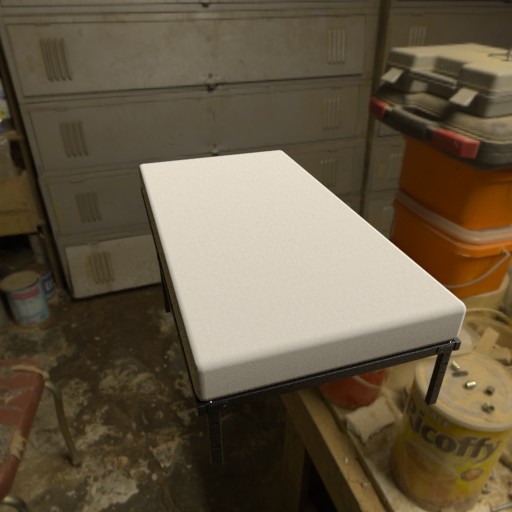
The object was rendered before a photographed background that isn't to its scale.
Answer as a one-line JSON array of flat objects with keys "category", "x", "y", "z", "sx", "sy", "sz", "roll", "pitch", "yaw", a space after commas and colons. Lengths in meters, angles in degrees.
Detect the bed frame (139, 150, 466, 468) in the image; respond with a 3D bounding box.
[{"category": "bed frame", "x": 0.000, "y": 0.000, "z": 3.225, "sx": 1.393, "sy": 0.680, "sz": 2.635, "roll": -9, "pitch": 32, "yaw": -15}]
